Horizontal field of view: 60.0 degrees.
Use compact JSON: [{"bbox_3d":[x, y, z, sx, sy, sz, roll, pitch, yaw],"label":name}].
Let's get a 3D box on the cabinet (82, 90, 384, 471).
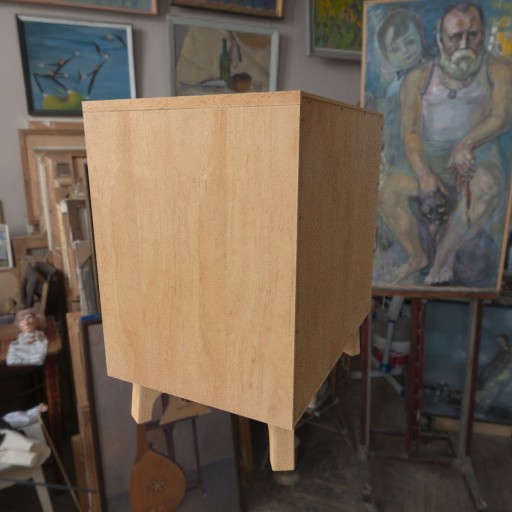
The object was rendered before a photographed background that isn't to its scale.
[{"bbox_3d":[0.000,0.000,0.949,0.394,0.599,0.551,7,16,25],"label":"cabinet"}]
